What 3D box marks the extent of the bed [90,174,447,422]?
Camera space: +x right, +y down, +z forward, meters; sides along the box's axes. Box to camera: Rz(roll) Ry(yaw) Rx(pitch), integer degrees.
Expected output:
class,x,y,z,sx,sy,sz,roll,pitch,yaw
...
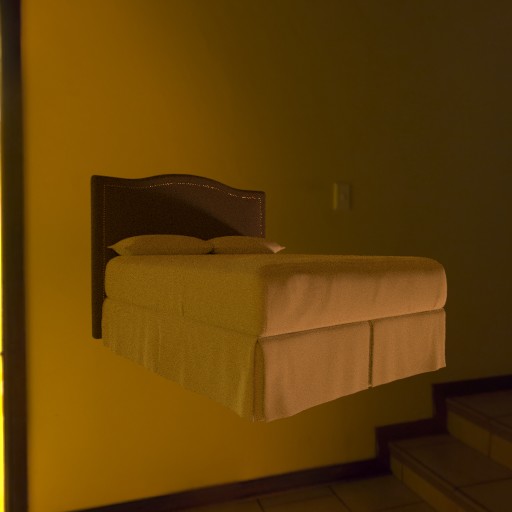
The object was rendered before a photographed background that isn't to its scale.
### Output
class,x,y,z,sx,sy,sz,roll,pitch,yaw
bed,0.000,0.000,3.114,1.666,1.387,2.036,-1,2,-38
